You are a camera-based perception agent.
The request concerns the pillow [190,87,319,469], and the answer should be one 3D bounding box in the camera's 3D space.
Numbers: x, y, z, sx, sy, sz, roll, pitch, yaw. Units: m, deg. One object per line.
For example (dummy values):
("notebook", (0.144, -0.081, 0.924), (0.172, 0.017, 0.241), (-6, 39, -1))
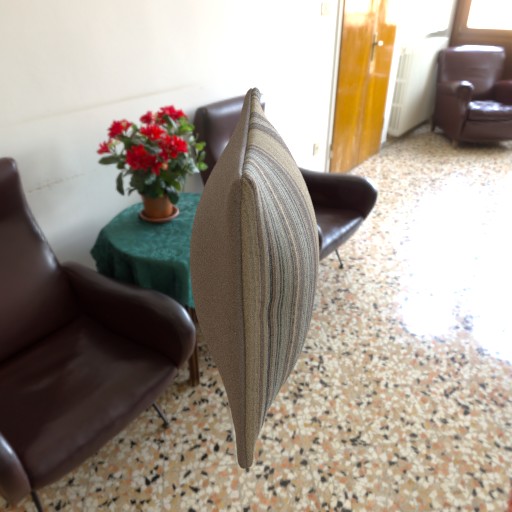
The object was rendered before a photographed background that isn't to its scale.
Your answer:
("pillow", (0.000, 0.000, 0.676), (0.189, 0.416, 0.435), (0, 31, 1))
